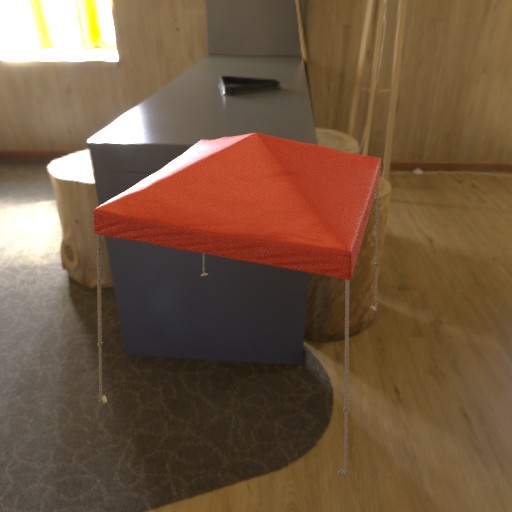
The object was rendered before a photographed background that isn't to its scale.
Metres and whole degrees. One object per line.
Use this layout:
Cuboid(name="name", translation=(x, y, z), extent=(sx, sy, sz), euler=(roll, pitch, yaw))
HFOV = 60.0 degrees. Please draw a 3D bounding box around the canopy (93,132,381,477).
Cuboid(name="canopy", translation=(0.000, 0.000, 5.128), extent=(2.850, 2.850, 2.849), euler=(10, 32, 16))
